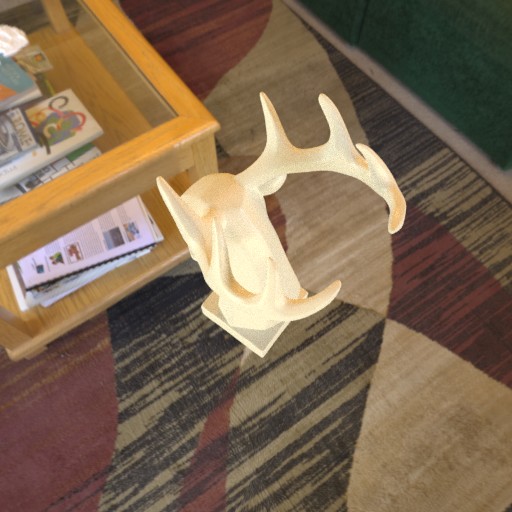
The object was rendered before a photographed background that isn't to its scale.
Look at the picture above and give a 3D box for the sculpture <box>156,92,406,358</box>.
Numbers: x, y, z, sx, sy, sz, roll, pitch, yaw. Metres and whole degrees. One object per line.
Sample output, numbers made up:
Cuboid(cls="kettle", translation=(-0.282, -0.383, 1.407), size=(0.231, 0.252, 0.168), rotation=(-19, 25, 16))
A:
Cuboid(cls="sculpture", translation=(0.000, 0.000, 0.467), size=(0.224, 0.329, 0.174), rotation=(34, 68, 16))
